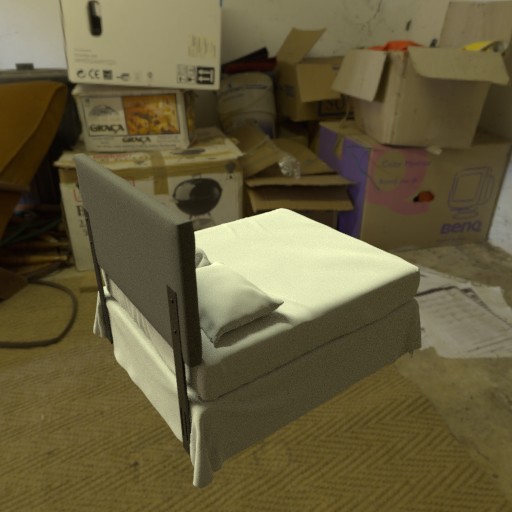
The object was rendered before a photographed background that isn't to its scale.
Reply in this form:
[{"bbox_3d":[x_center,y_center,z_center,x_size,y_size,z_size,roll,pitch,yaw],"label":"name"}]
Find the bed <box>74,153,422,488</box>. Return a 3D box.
[{"bbox_3d":[0.000,0.000,3.452,2.222,1.577,1.936,-18,32,-32],"label":"bed"}]
